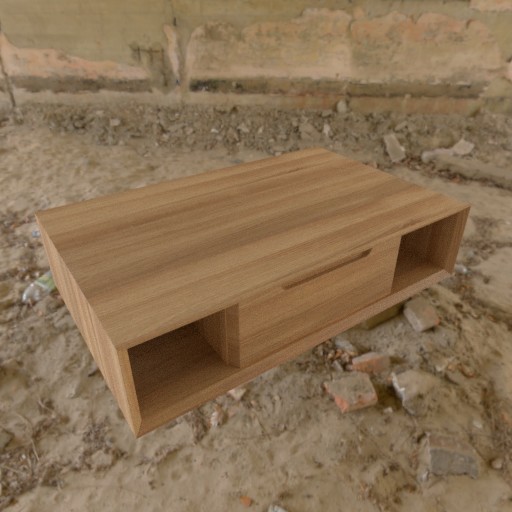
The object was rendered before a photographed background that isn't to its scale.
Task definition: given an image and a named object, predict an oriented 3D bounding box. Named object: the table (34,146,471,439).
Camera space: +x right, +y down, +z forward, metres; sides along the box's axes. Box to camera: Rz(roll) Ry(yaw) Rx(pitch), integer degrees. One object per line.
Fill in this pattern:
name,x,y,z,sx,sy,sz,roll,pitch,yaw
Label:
table,0.000,0.000,1.408,1.100,0.330,0.700,-20,37,-29
